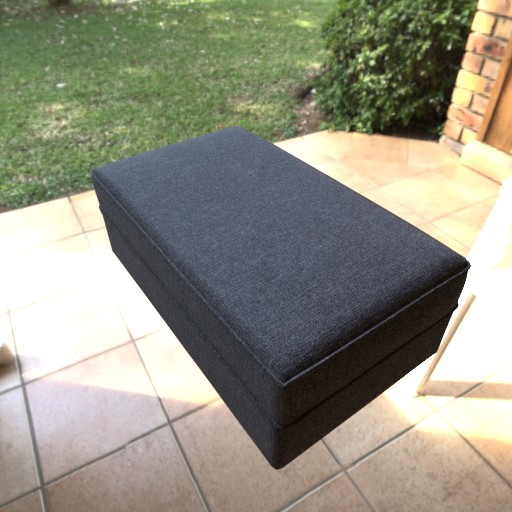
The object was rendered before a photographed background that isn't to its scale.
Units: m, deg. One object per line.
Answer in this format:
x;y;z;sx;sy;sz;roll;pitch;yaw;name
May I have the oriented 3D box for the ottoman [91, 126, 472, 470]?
0.000;0.000;1.566;0.717;0.487;1.184;-25;46;-27;ottoman
